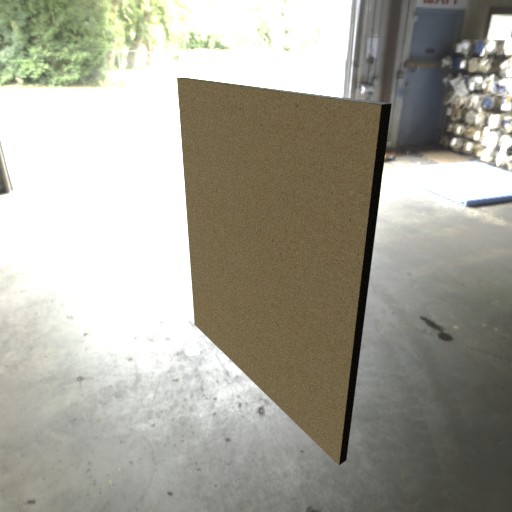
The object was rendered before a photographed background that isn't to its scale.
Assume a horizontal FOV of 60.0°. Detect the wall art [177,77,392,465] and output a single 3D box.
[{"bbox_3d":[0.000,0.000,1.208,0.028,0.863,0.755,-17,31,-32],"label":"wall art"}]
